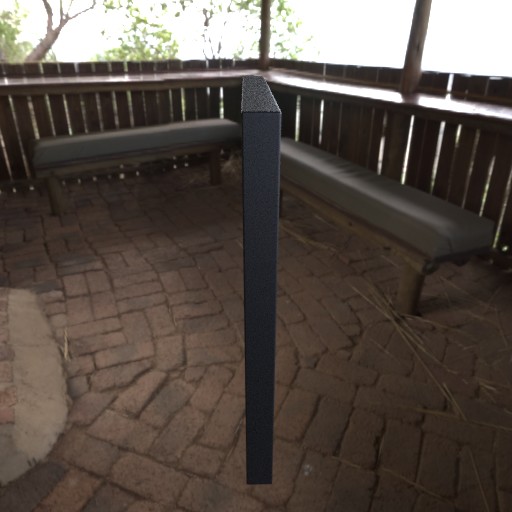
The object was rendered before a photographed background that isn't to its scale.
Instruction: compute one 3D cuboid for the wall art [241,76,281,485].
[{"bbox_3d":[0.000,0.000,0.535,0.028,0.381,0.328,-1,26,-1],"label":"wall art"}]
